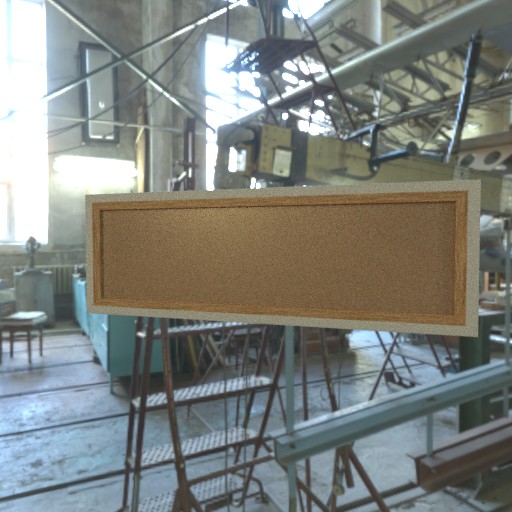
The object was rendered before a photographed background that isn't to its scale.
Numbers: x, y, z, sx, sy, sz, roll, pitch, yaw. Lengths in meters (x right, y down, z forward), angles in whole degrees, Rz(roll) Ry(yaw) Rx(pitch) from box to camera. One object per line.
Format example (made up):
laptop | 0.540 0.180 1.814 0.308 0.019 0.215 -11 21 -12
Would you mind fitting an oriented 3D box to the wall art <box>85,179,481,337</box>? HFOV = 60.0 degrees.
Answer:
wall art | 0.000 0.000 1.675 1.520 0.507 0.039 1 2 18
